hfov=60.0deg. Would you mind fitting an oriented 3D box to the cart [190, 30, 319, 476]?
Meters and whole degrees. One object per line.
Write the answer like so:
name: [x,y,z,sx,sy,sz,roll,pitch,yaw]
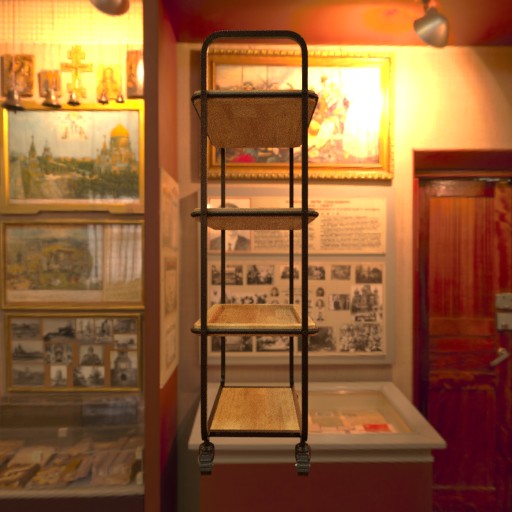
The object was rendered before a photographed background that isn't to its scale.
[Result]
cart: [0.000,0.000,1.313,0.321,1.080,0.545,0,0,1]
